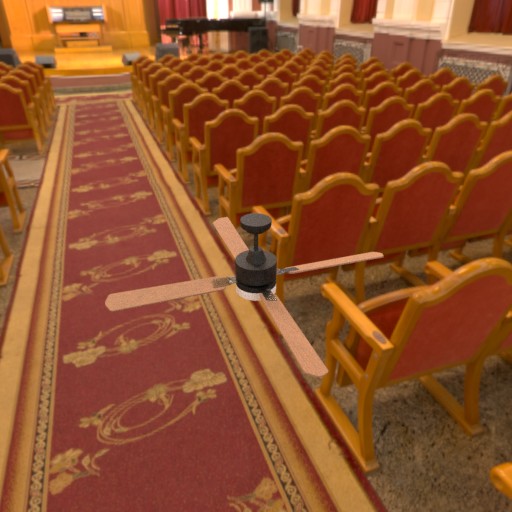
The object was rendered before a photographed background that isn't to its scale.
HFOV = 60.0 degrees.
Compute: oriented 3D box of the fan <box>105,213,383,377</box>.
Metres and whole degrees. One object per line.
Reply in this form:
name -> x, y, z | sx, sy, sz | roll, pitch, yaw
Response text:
fan -> 0.000, 0.000, 1.968 | 1.320, 0.355, 1.320 | -10, 31, -16
